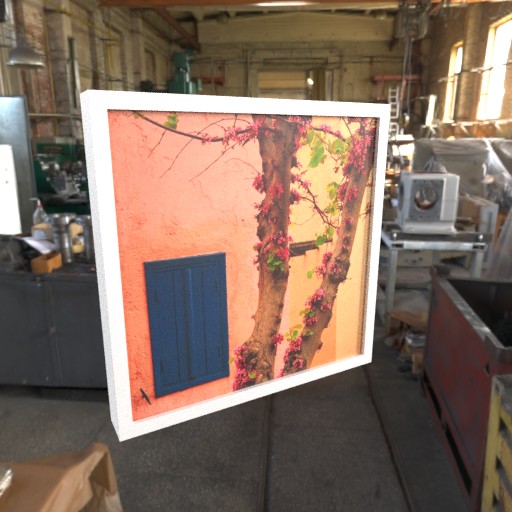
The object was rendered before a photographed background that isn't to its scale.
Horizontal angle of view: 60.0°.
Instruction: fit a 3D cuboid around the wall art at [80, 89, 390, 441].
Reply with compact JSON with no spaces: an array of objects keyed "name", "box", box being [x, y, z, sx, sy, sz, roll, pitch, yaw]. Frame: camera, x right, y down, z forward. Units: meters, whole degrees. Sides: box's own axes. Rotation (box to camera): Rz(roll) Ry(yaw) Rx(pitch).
[{"name":"wall art","box":[0.000,0.000,0.452,0.305,0.302,0.038,-8,17,-28]}]
